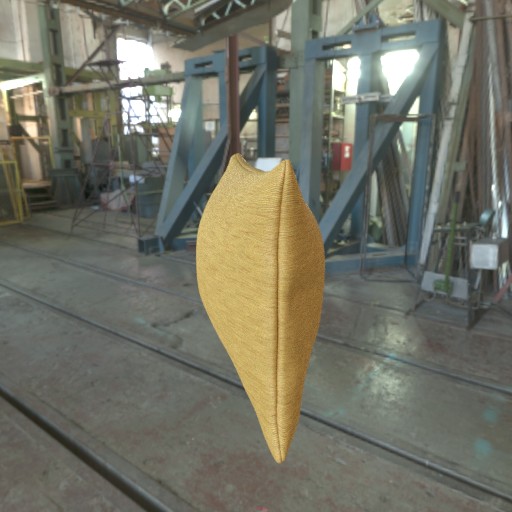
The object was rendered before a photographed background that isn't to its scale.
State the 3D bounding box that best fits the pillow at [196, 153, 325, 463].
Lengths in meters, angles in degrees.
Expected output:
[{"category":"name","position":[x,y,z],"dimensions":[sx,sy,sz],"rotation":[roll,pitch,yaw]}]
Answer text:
[{"category":"pillow","position":[0.000,0.000,0.787],"dimensions":[0.210,0.354,0.634],"rotation":[-2,14,-7]}]
